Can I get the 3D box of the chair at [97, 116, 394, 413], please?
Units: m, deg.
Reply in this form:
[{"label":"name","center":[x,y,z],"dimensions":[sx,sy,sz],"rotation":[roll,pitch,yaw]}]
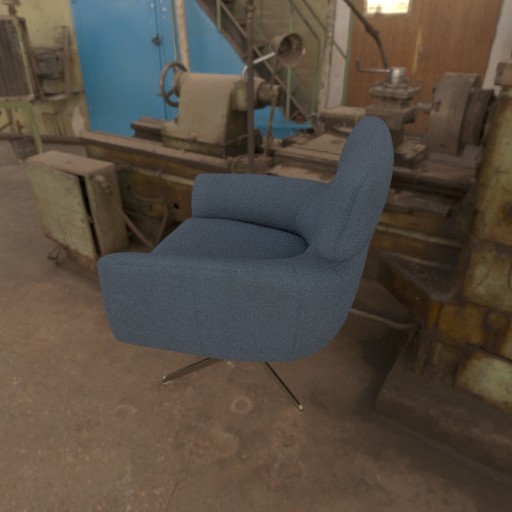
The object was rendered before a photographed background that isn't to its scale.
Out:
[{"label":"chair","center":[0.000,0.000,1.438],"dimensions":[0.761,0.813,0.738],"rotation":[8,30,13]}]
